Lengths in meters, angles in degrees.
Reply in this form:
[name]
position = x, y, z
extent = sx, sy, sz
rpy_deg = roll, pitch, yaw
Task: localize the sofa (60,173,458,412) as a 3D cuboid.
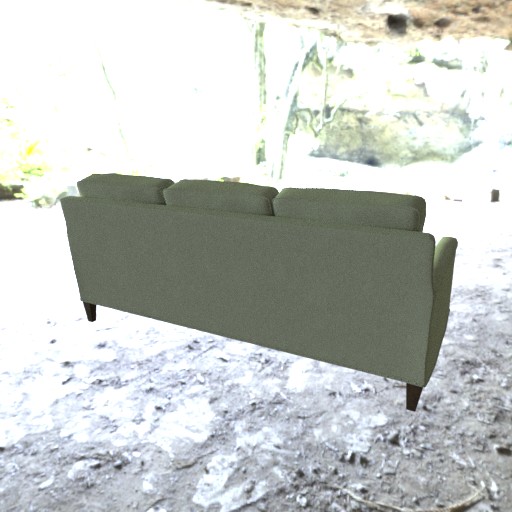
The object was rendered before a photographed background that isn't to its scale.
[sofa]
position = 0.000, 0.000, 2.771
extent = 2.246, 1.003, 1.084
rpy_deg = 9, 19, 27
